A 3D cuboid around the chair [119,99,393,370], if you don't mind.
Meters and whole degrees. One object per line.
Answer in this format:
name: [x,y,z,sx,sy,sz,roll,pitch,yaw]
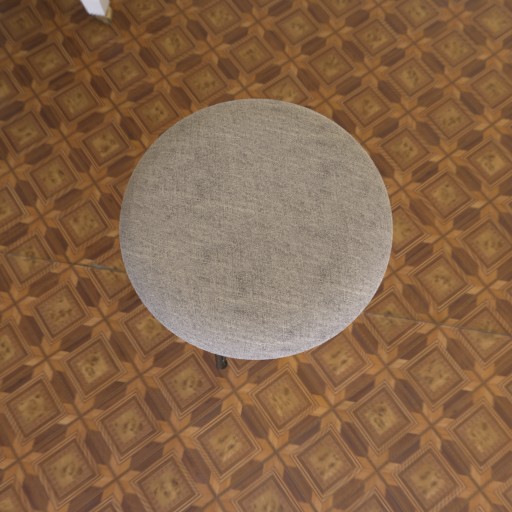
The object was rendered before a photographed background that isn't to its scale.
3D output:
chair: [0.000,0.000,0.657,0.350,0.386,0.350,22,76,6]
